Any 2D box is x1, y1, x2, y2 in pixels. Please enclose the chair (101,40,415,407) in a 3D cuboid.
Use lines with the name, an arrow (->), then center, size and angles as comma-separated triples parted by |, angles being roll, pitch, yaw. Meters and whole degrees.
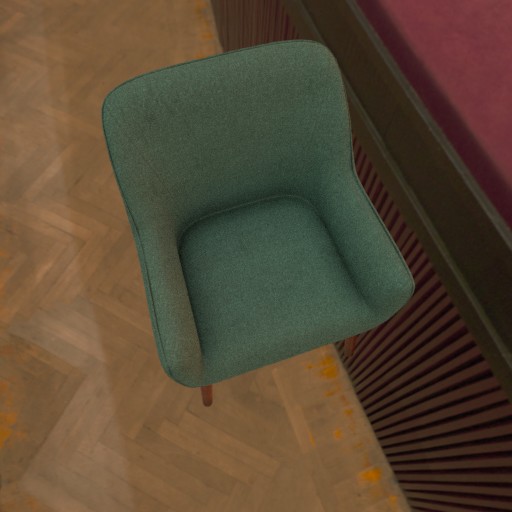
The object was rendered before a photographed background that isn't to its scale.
chair -> 0.000, 0.000, 1.113 | 0.543, 0.803, 0.519 | -17, 65, -8
